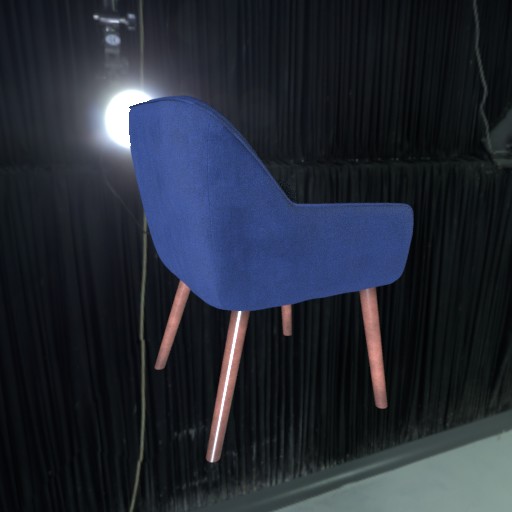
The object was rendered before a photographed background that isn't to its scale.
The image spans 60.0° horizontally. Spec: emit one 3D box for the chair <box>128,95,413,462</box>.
[{"bbox_3d":[0.000,0.000,1.254,0.600,0.820,0.600,-8,18,-26],"label":"chair"}]
